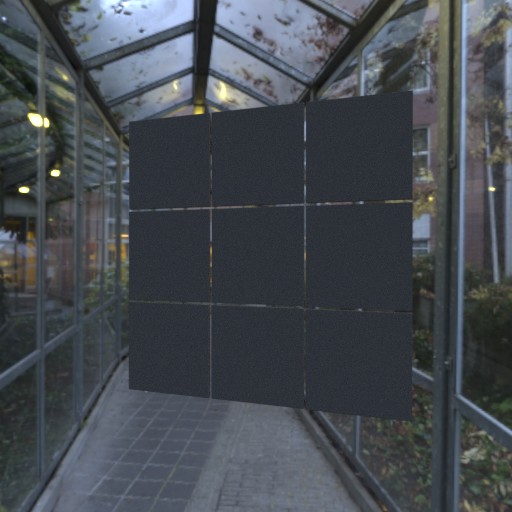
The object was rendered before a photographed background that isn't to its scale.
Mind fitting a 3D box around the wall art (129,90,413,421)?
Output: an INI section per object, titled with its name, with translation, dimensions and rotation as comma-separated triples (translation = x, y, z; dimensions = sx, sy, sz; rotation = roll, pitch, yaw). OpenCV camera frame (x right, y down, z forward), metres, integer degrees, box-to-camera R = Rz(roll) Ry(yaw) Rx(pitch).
[wall art]
translation = 0.000, 0.000, 1.826
dimensions = 1.216, 1.216, 0.013
rotation = 0, 0, 19
